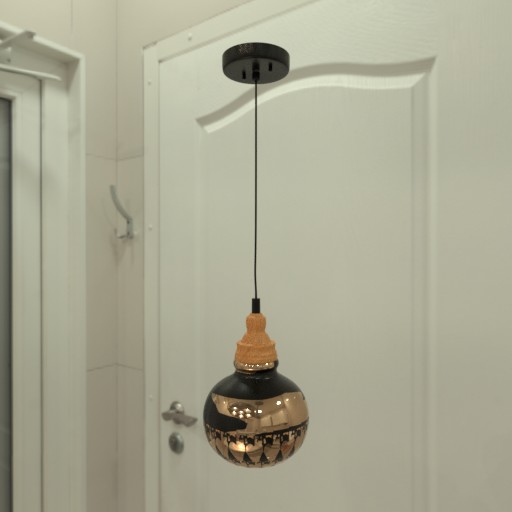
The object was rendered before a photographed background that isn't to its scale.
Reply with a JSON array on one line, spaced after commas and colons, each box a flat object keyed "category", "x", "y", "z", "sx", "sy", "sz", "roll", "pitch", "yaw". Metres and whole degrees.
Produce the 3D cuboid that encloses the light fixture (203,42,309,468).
[{"category": "light fixture", "x": 0.000, "y": 0.000, "z": 1.805, "sx": 0.430, "sy": 1.606, "sz": 0.430, "roll": 0, "pitch": 0, "yaw": 37}]
